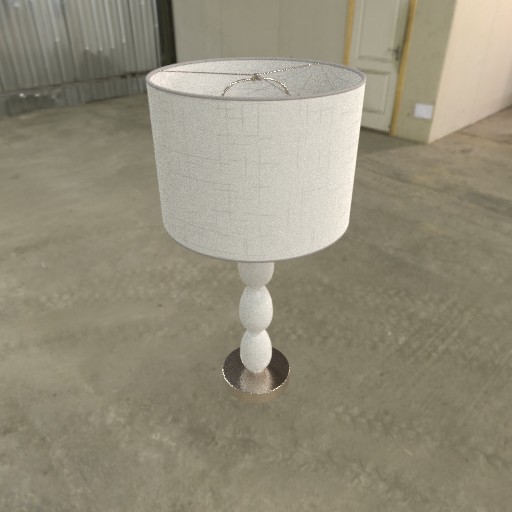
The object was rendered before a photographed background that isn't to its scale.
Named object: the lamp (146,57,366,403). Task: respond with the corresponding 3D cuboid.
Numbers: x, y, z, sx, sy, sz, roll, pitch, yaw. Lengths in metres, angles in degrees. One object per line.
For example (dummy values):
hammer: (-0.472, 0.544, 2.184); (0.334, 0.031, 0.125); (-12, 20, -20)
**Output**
lamp: (0.000, 0.000, 0.723); (0.282, 0.559, 0.280); (-9, 33, -14)
